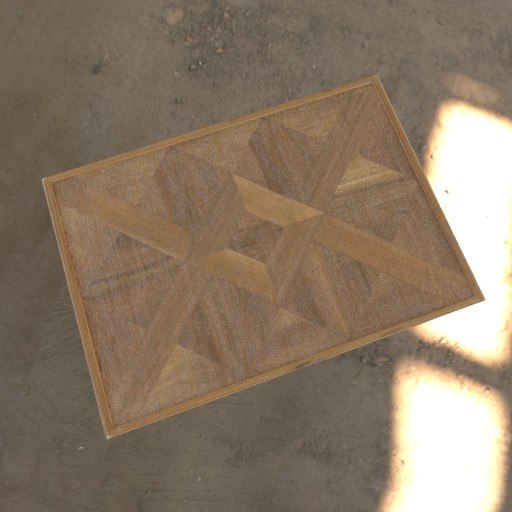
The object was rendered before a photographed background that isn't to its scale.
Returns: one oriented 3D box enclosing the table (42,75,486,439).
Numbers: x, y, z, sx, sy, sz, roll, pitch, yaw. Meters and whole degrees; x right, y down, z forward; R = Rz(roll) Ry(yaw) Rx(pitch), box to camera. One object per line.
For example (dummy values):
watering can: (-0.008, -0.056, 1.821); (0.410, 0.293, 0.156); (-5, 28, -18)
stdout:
table: (0.000, 0.000, 1.689); (1.238, 0.492, 0.877); (-19, 76, -5)
